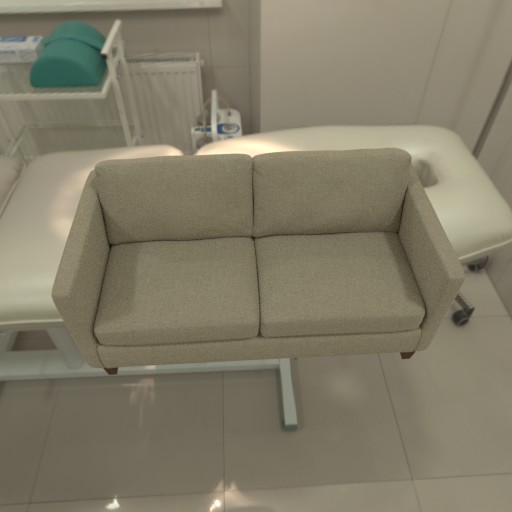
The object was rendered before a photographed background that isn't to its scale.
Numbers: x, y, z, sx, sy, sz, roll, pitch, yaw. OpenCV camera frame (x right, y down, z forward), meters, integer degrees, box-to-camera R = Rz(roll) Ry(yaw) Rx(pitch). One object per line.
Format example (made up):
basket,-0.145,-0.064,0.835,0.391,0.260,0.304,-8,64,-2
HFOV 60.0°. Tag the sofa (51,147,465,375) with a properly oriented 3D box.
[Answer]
sofa,0.000,0.000,2.466,1.884,0.947,0.951,-2,48,-2
